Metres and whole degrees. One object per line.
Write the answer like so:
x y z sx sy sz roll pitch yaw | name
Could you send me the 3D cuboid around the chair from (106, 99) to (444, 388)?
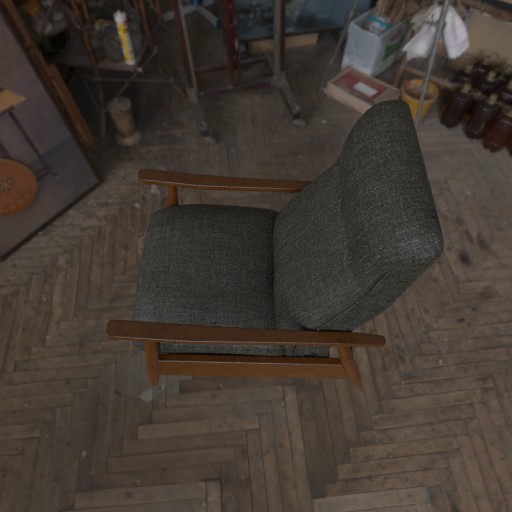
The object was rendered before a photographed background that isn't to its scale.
0.000 0.000 1.766 1.014 1.082 0.762 1 58 0 | chair
